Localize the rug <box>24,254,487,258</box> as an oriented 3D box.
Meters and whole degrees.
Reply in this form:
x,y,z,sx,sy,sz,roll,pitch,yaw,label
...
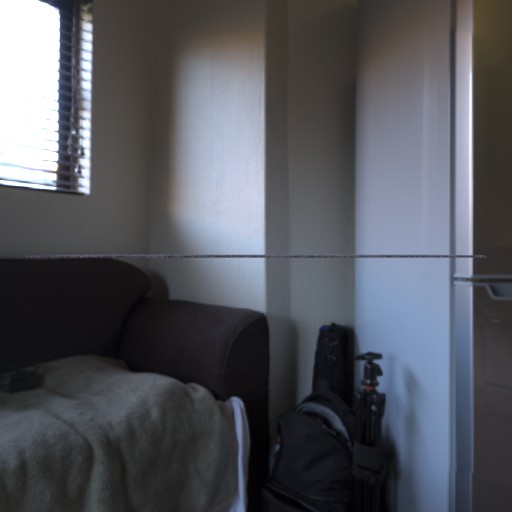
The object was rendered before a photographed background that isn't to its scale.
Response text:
x,y,z,sx,sy,sz,roll,pitch,yaw,label
0.000,0.000,2.533,2.296,0.011,0.691,0,1,-1,rug
